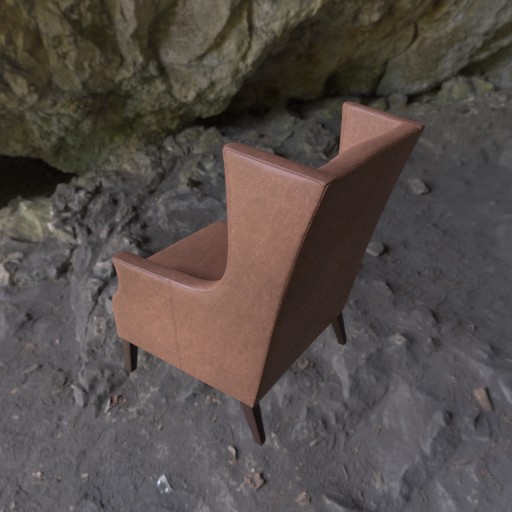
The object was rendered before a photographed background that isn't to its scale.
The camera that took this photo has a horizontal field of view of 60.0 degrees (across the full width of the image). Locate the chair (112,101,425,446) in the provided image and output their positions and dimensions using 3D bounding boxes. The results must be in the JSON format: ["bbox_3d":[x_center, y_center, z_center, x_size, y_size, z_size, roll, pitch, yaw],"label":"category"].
[{"bbox_3d":[0.000,0.000,1.725,0.913,1.088,0.815,20,35,31],"label":"chair"}]
